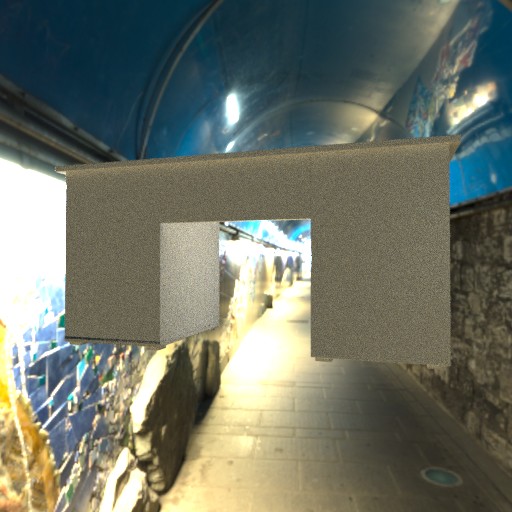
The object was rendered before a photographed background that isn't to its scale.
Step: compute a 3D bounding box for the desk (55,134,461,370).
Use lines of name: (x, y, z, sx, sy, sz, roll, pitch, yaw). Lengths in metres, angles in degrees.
desk: (0.000, 0.000, 1.961, 1.580, 0.760, 0.670, 0, -1, 17)
